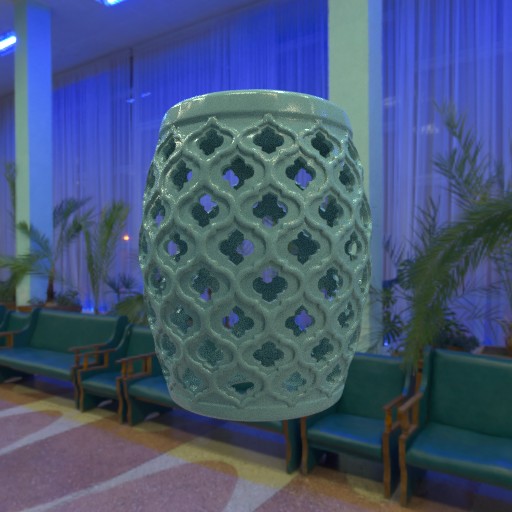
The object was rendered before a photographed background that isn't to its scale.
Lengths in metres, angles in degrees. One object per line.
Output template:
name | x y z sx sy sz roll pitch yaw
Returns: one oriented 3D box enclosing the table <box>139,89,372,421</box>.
table | 0.000 0.000 0.637 0.325 0.388 0.325 0 1 0
